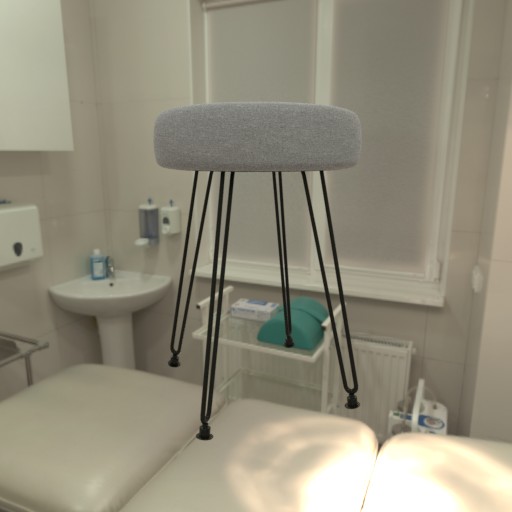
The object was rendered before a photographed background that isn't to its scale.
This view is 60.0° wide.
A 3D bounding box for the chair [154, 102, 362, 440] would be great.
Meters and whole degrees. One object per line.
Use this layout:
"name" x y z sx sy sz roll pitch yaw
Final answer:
"chair" 0.000 0.000 0.696 0.350 0.440 0.350 6 14 24
